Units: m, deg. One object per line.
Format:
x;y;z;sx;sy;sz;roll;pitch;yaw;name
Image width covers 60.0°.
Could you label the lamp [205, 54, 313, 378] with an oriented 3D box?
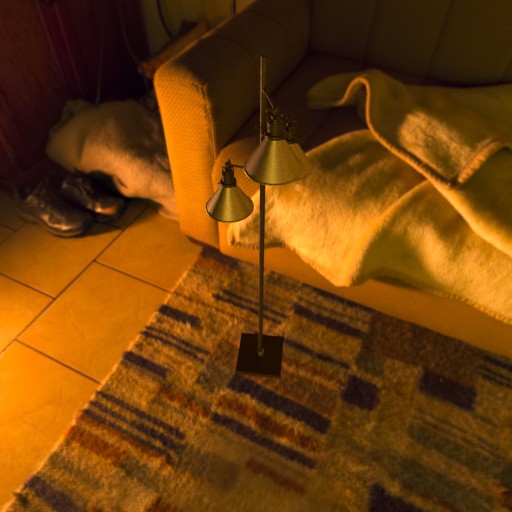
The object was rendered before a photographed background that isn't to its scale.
0.000;0.000;1.930;0.415;1.716;0.428;4;47;4;lamp
